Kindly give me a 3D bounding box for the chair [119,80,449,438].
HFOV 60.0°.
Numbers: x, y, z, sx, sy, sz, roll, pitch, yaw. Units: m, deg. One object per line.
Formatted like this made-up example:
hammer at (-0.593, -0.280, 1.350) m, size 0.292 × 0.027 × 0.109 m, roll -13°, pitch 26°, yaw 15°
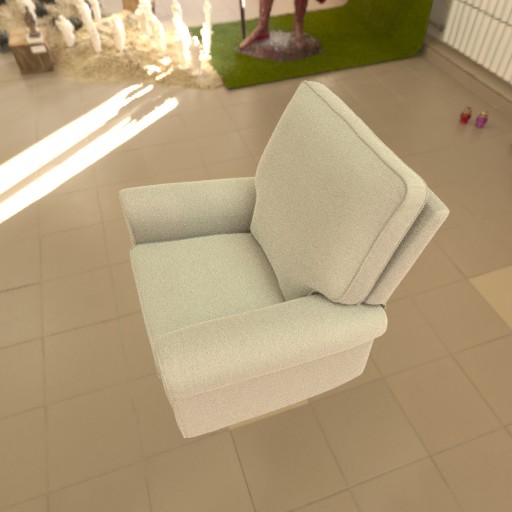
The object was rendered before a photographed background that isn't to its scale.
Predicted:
chair at (0.000, 0.000, 1.610) m, size 0.878 × 0.960 × 0.890 m, roll -15°, pitch 49°, yaw -13°
